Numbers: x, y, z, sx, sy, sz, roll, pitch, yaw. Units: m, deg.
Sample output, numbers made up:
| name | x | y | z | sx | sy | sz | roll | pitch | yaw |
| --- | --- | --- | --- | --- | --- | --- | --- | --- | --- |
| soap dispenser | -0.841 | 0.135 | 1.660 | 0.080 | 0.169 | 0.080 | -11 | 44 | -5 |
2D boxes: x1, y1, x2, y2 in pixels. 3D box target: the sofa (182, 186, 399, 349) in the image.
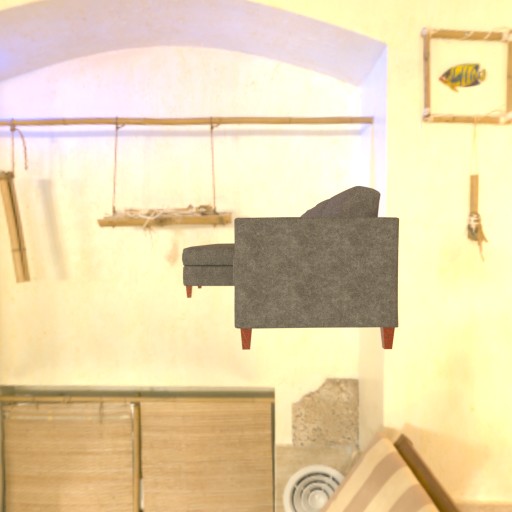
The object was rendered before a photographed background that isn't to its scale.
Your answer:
| name | x | y | z | sx | sy | sz | roll | pitch | yaw |
| --- | --- | --- | --- | --- | --- | --- | --- | --- | --- |
| sofa | 0.000 | 0.000 | 4.172 | 1.606 | 0.954 | 3.471 | 0 | 2 | -1 |
